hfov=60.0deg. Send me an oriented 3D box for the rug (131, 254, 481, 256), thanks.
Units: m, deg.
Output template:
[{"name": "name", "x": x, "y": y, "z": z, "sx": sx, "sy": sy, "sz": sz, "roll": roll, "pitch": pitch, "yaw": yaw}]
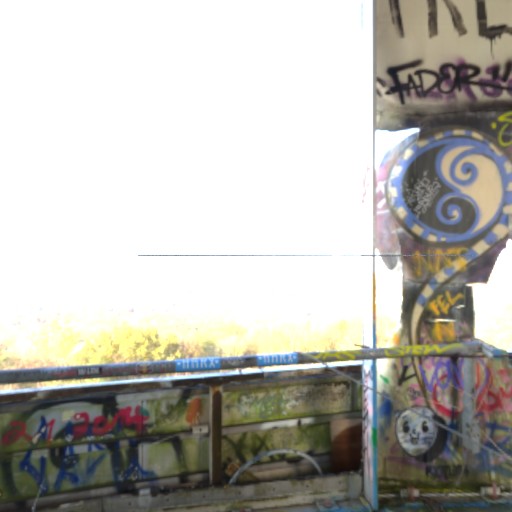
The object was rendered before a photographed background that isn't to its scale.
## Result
[{"name": "rug", "x": 0.000, "y": 0.000, "z": 2.196, "sx": 1.190, "sy": 0.003, "sz": 1.634, "roll": 0, "pitch": 0, "yaw": -17}]
